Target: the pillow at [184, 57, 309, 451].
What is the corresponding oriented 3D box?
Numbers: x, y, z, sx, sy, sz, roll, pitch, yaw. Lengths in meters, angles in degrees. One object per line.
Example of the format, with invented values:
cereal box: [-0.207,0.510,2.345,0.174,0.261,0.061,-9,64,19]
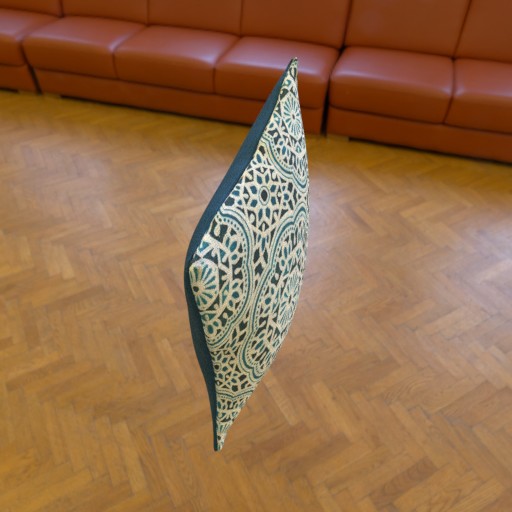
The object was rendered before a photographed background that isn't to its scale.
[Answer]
pillow: [0.000,0.000,0.665,0.145,0.420,0.440,11,47,10]
